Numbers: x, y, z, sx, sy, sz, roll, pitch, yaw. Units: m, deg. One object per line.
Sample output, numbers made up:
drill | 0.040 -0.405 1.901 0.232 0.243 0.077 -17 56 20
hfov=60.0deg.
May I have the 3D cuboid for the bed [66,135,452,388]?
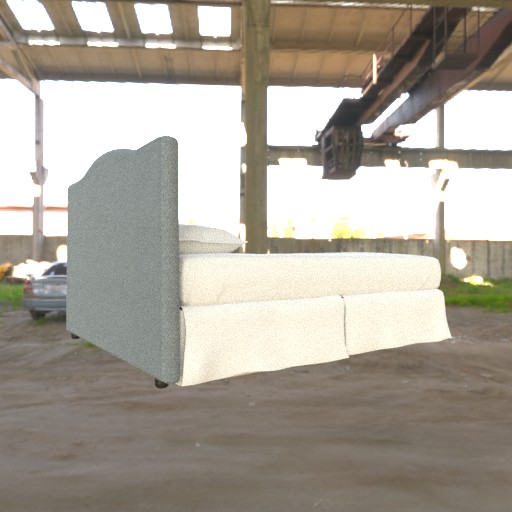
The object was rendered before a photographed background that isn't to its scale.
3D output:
bed | 0.000 0.000 3.915 2.689 1.457 2.161 0 0 -36
